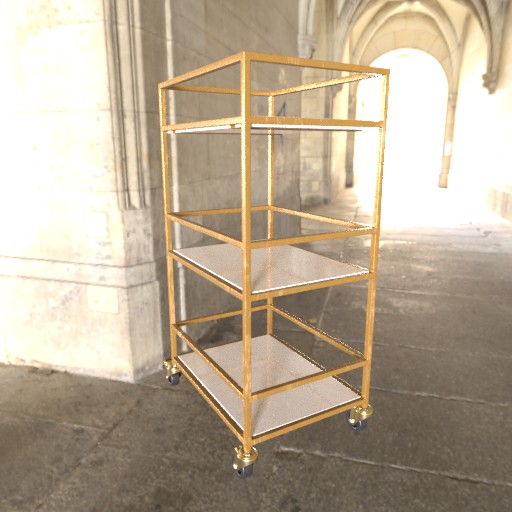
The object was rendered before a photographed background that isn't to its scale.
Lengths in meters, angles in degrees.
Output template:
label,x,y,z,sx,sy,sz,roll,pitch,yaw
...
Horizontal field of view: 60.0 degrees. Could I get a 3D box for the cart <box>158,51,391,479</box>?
label,x,y,z,sx,sy,sz,roll,pitch,yaw
cart,0.000,0.000,1.014,0.332,0.761,0.483,-8,16,-29
